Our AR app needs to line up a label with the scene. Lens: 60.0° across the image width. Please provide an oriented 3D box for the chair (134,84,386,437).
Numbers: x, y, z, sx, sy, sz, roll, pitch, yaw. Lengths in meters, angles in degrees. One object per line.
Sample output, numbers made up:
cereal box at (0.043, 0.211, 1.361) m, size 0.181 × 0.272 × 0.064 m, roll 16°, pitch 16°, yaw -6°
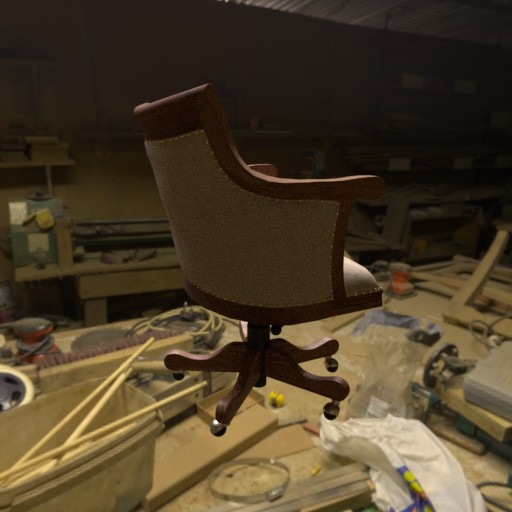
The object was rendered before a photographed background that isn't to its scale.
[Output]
chair at (0.000, 0.000, 1.440) m, size 0.689 × 0.965 × 0.656 m, roll -7°, pitch 16°, yaw -25°
